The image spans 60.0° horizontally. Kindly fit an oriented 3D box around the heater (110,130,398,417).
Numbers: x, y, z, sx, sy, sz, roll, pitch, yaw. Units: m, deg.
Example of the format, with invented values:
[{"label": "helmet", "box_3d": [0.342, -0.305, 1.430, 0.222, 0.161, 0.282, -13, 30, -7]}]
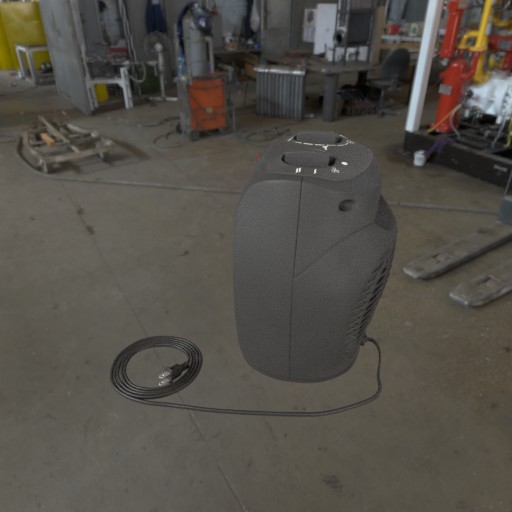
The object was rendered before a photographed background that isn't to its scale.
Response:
[{"label": "heater", "box_3d": [0.000, 0.000, 0.466, 0.291, 0.240, 0.239, 8, 32, 12]}]
